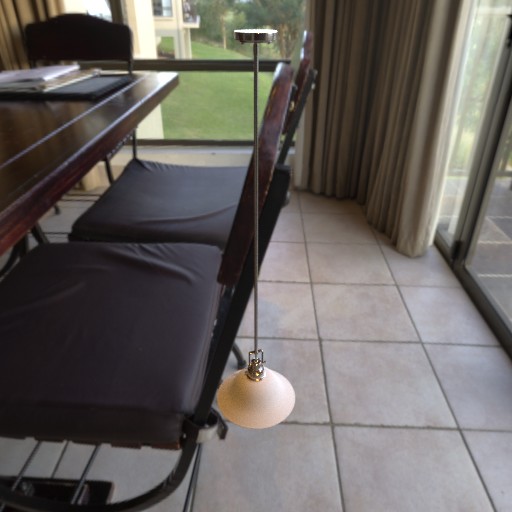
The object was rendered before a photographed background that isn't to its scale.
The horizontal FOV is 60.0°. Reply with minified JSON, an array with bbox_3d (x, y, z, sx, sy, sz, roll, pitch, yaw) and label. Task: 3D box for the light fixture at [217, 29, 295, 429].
[{"bbox_3d":[0.000,0.000,1.492,0.324,1.354,0.324,-9,32,-15],"label":"light fixture"}]
